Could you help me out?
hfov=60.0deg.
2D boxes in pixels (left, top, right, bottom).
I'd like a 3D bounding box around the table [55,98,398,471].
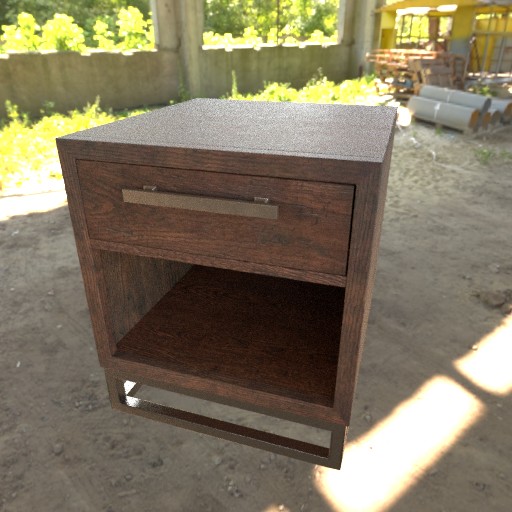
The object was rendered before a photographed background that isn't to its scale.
[{"bbox_3d":[0.000,0.000,0.980,0.506,0.582,0.566,8,27,16],"label":"table"}]
